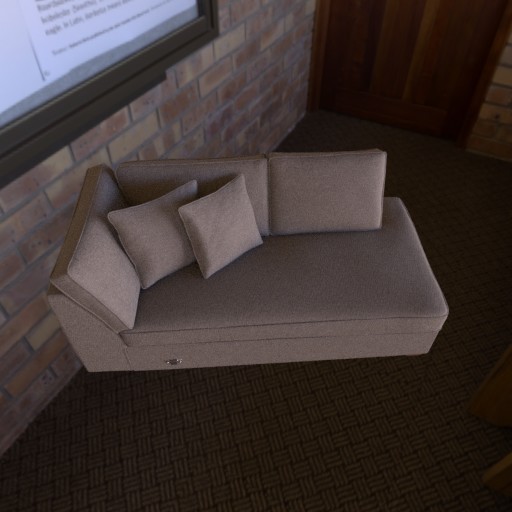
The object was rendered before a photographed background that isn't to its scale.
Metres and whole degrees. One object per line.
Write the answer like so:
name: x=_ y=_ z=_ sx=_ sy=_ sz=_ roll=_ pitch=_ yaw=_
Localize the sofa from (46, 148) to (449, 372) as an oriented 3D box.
sofa: x=0.000 y=0.000 z=2.872 sx=2.237 sy=1.033 sz=1.110 roll=-3 pitch=46 yaw=-3
